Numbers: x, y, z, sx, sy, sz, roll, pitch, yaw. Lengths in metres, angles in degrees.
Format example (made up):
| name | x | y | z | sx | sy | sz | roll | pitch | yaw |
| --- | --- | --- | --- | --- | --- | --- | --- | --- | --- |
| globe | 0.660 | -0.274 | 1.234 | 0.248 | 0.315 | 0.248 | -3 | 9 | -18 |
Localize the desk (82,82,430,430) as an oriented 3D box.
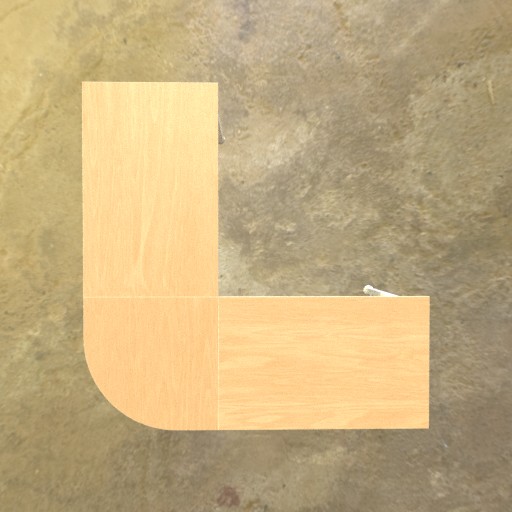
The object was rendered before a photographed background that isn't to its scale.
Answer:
| name | x | y | z | sx | sy | sz | roll | pitch | yaw |
| --- | --- | --- | --- | --- | --- | --- | --- | --- | --- |
| desk | 0.000 | 0.000 | 2.170 | 1.400 | 0.762 | 1.400 | 0 | 91 | -1 |
